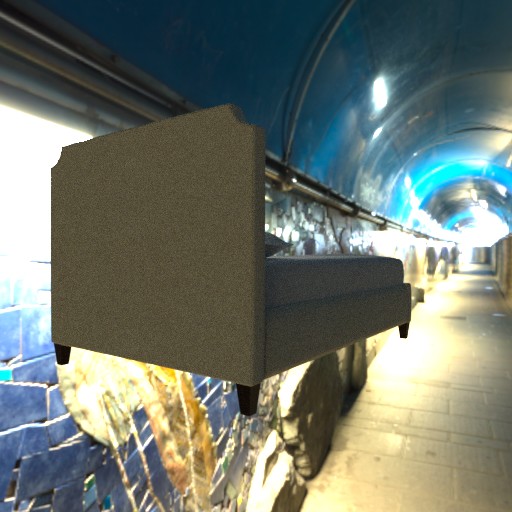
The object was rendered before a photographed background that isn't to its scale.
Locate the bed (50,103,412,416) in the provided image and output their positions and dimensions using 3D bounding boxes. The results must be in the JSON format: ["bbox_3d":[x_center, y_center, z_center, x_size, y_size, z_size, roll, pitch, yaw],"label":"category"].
[{"bbox_3d":[0.000,0.000,3.448,1.713,1.457,2.381,0,0,36],"label":"bed"}]
